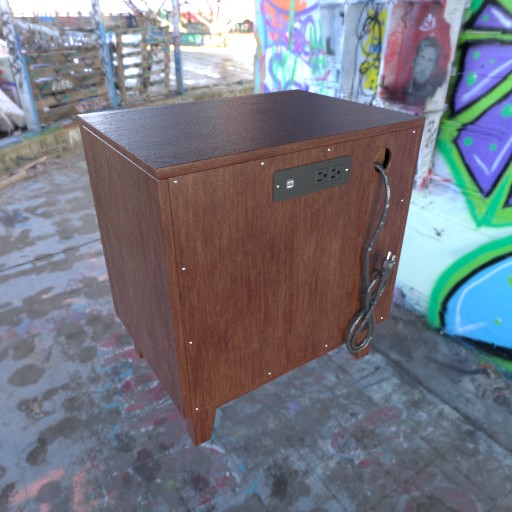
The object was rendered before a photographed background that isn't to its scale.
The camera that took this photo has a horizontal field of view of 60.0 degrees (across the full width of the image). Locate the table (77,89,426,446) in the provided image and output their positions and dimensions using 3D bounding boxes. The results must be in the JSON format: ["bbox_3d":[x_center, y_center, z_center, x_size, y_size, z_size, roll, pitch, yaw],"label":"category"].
[{"bbox_3d":[0.000,0.000,1.004,0.557,0.609,0.449,-18,34,-29],"label":"table"}]
